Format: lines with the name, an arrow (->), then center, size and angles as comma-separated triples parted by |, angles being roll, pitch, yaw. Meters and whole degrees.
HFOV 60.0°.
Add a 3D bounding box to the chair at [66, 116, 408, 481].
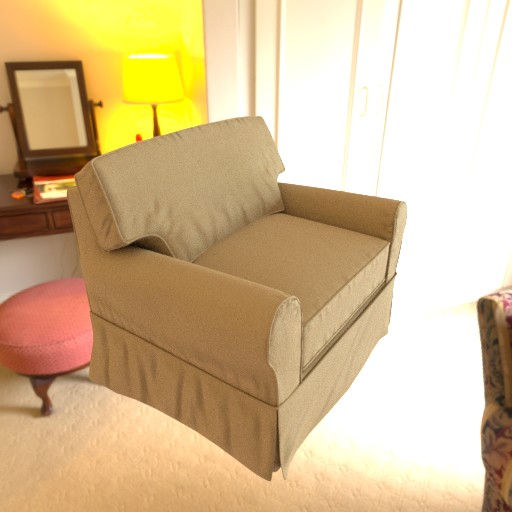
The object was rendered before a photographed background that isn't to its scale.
chair -> 0.000, 0.000, 1.755 | 0.903, 0.937, 1.096 | 18, 32, 31
